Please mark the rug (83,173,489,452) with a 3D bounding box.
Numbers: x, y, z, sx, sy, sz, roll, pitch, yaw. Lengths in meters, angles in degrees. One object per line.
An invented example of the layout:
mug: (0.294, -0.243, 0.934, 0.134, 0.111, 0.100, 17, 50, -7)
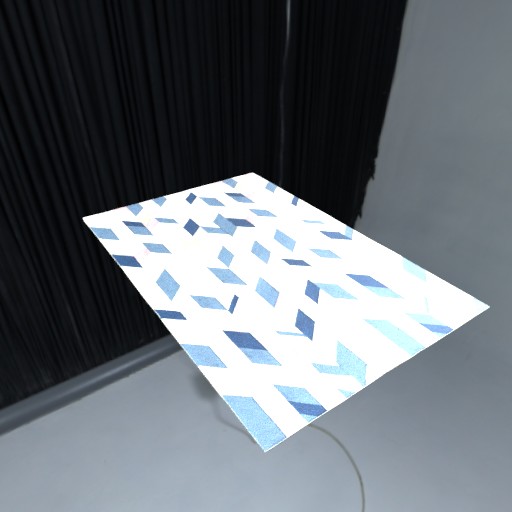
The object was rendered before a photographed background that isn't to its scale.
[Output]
rug: (0.000, 0.000, 2.236, 1.202, 0.006, 1.813, -21, 38, -29)
